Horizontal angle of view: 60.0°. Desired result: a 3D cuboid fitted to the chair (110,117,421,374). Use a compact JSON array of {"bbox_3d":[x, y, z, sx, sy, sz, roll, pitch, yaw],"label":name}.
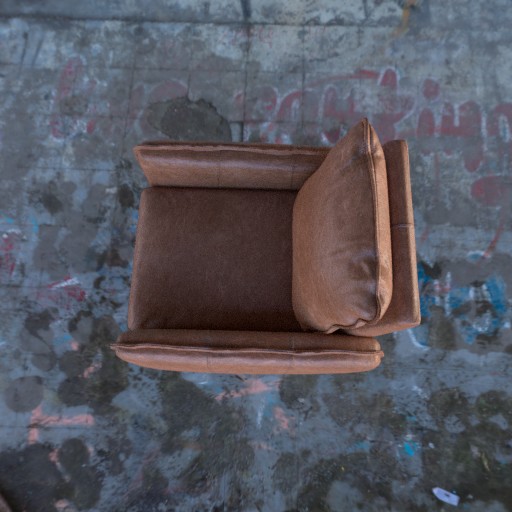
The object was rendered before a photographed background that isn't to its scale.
[{"bbox_3d":[0.000,0.000,1.622,0.922,0.922,0.830,2,74,0],"label":"chair"}]
